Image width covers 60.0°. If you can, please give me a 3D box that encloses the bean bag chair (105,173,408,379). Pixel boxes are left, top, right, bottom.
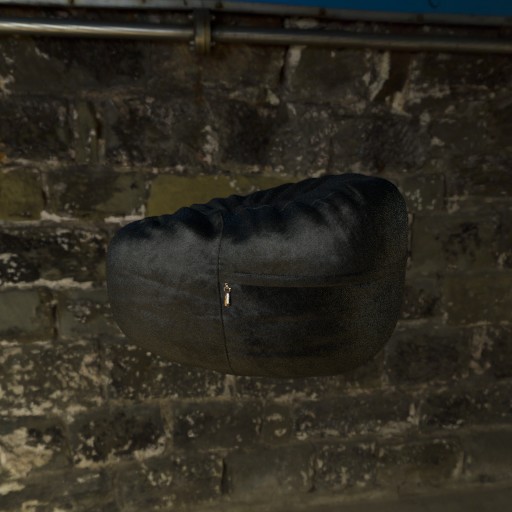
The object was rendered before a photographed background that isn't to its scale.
[{"bbox_3d":[0.000,0.000,2.374,1.524,0.878,1.524,1,13,7],"label":"bean bag chair"}]
